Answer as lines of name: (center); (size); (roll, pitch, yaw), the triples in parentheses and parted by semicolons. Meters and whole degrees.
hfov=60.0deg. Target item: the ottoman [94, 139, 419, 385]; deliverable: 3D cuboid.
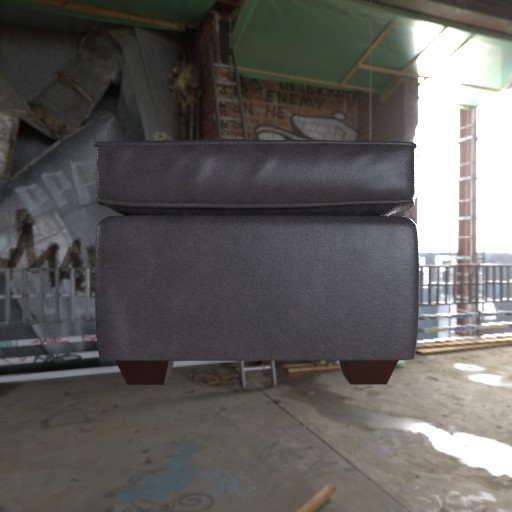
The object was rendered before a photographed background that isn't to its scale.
ottoman: (0.000, 0.000, 1.090); (0.554, 0.445, 0.756); (0, 0, 0)
